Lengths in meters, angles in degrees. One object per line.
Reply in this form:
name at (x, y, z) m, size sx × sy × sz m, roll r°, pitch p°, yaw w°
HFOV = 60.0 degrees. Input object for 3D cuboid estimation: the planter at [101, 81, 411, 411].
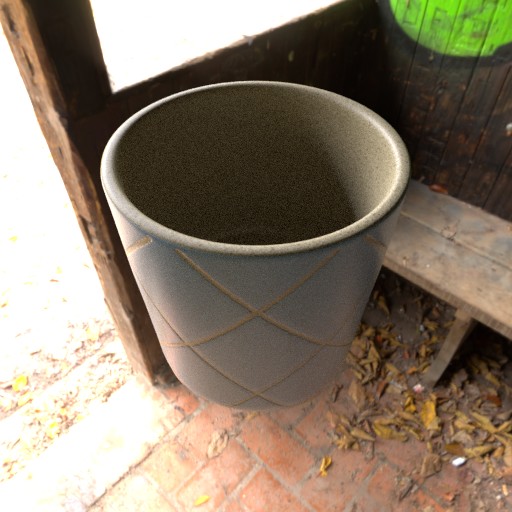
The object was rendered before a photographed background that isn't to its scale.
planter at (0.000, 0.000, 0.416) m, size 0.227 × 0.235 × 0.227 m, roll 0°, pitch 46°, yaw 0°
